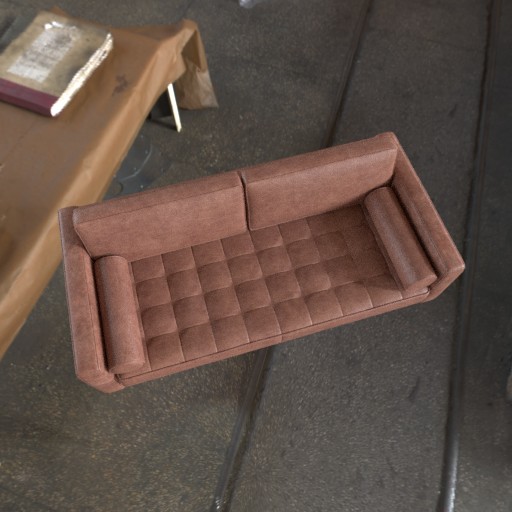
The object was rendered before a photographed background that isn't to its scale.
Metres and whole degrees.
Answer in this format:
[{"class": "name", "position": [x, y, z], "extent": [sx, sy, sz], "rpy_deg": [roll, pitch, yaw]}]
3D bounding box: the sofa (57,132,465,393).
[{"class": "sofa", "position": [0.000, 0.000, 2.344], "extent": [1.870, 0.760, 0.910], "rpy_deg": [-15, 65, -7]}]
